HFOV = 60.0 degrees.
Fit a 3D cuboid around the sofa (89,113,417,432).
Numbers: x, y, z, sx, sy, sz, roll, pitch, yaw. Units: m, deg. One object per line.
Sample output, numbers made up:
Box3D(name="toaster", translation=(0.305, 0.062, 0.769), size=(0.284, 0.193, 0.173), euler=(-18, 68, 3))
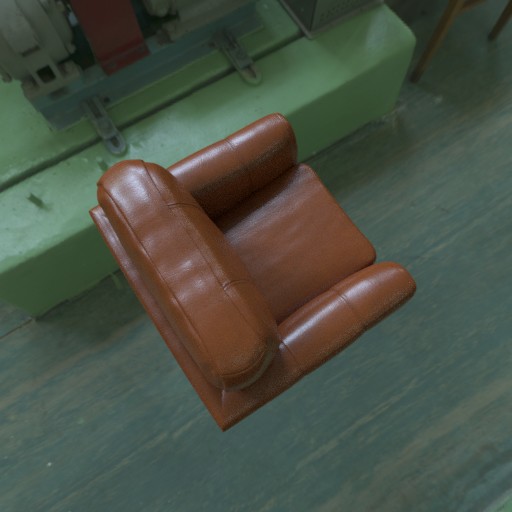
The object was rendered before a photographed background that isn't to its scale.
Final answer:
Box3D(name="sofa", translation=(0.000, 0.000, 1.514), size=(0.789, 0.876, 0.836), euler=(-33, 76, -9))
